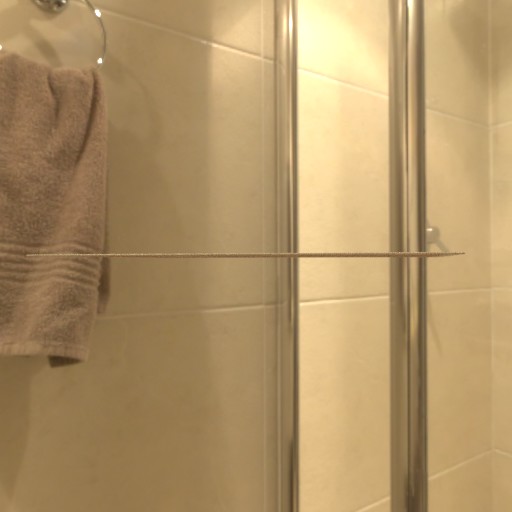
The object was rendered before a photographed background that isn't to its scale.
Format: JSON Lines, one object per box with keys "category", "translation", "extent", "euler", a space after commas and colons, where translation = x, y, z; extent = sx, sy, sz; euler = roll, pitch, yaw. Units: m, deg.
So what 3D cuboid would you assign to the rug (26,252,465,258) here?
{"category": "rug", "translation": [0.000, 0.000, 1.083], "extent": [0.868, 0.004, 0.556], "euler": [0, -1, 18]}
